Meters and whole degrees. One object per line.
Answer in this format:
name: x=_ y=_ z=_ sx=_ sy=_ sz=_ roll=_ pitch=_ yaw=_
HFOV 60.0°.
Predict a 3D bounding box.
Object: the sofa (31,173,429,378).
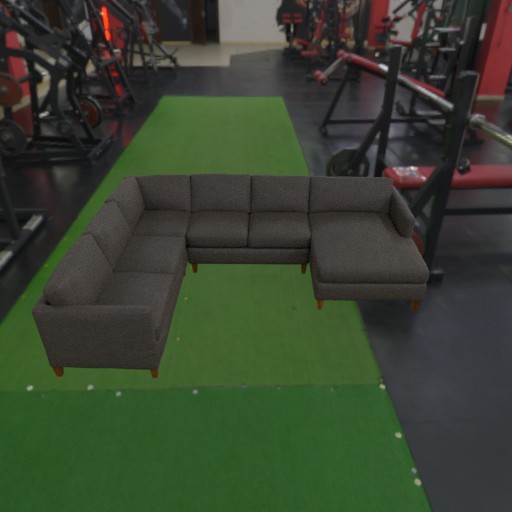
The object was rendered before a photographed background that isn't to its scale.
sofa: x=0.000 y=0.000 z=4.592 sx=3.460 sy=0.961 sz=2.594 roll=0 pitch=32 yaw=1
